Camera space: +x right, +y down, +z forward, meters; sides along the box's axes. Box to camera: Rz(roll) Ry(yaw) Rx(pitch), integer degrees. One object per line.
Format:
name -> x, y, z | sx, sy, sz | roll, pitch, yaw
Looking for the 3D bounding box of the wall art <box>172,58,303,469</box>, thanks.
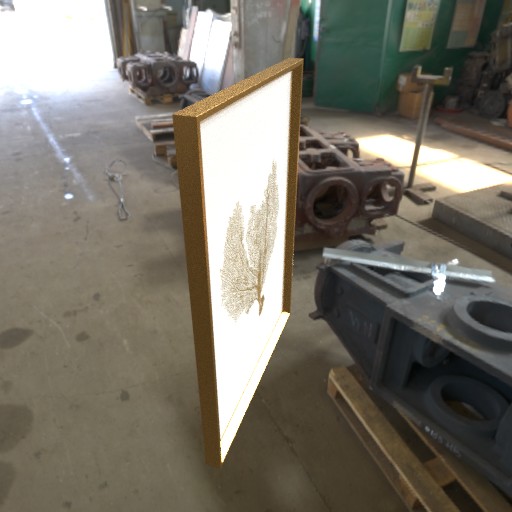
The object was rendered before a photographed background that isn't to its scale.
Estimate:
wall art -> 0.000, 0.000, 1.078 | 0.038, 0.812, 0.610 | 10, 33, 16
